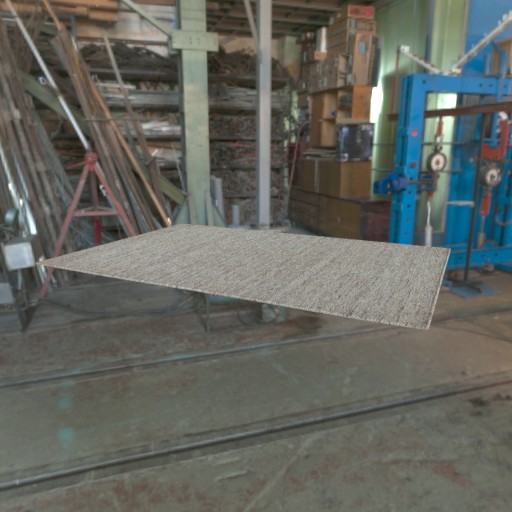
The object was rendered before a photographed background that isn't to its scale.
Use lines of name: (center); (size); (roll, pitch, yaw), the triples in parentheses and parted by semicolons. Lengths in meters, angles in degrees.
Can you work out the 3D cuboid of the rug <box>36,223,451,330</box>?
rug: (0.000, 0.000, 2.921); (2.283, 0.013, 1.547); (7, 16, 25)
